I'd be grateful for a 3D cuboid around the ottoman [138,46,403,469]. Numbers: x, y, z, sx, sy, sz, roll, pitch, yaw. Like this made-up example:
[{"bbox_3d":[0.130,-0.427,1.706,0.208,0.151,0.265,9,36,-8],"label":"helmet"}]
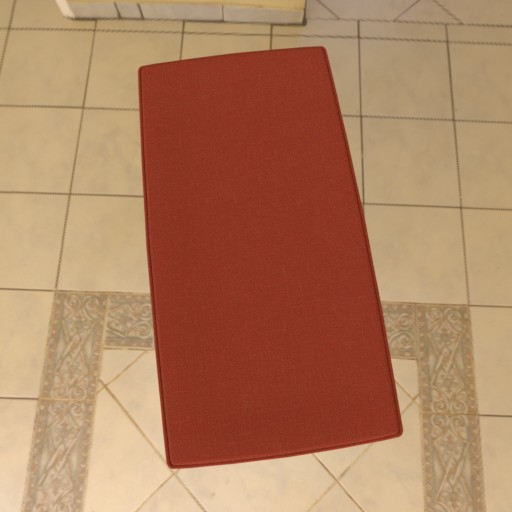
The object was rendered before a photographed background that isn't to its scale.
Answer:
[{"bbox_3d":[0.000,0.000,1.198,0.497,0.454,0.948,-7,75,-2],"label":"ottoman"}]
